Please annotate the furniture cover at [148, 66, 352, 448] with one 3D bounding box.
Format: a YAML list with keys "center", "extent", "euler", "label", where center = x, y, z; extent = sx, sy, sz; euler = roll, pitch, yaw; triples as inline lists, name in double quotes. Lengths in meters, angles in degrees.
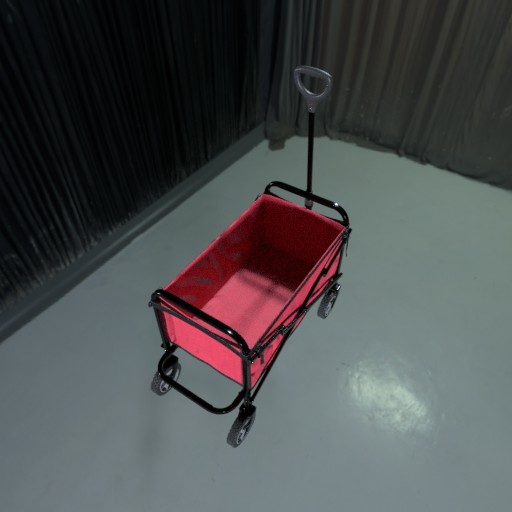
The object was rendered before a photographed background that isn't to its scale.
- center: [0.000, 0.000, 1.833]
  extent: [0.532, 1.295, 1.038]
  euler: [26, 51, 23]
  label: "furniture cover"
